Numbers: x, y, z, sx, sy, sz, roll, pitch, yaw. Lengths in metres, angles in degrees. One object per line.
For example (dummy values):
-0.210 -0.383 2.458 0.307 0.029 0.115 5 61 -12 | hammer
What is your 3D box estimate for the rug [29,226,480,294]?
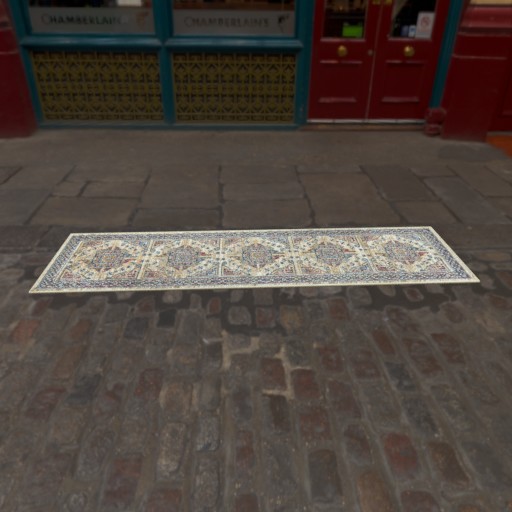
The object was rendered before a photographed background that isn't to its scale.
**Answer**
0.000 0.000 2.539 2.297 0.013 0.661 -1 29 -2 | rug
